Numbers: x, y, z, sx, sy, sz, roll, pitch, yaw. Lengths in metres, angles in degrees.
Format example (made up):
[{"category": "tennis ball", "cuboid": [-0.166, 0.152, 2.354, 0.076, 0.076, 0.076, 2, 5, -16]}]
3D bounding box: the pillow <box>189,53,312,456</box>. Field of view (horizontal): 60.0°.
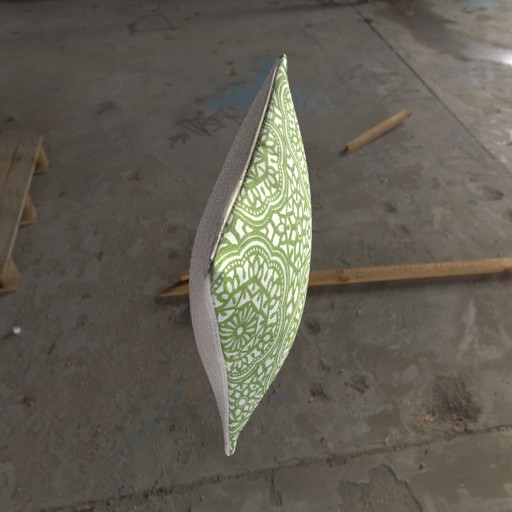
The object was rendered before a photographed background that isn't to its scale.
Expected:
[{"category": "pillow", "cuboid": [0.000, 0.000, 0.657, 0.162, 0.419, 0.440, 8, 47, 7]}]
